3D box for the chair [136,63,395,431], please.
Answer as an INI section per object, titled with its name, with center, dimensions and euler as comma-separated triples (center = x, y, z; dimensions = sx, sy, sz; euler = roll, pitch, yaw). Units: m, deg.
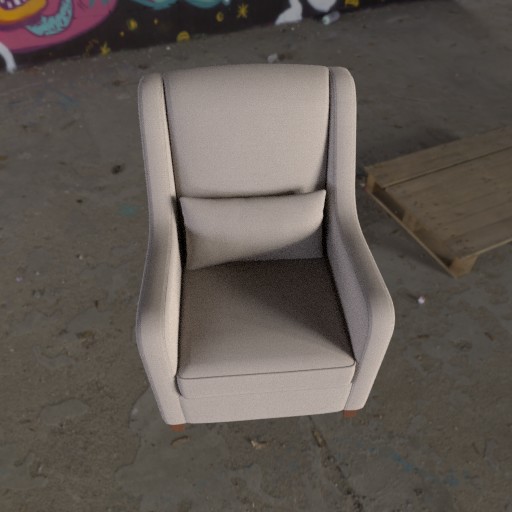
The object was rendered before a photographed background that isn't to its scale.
[chair]
center = 0.000, 0.000, 1.553
dimensions = 0.715, 1.010, 0.863
euler = -3, 46, -3
